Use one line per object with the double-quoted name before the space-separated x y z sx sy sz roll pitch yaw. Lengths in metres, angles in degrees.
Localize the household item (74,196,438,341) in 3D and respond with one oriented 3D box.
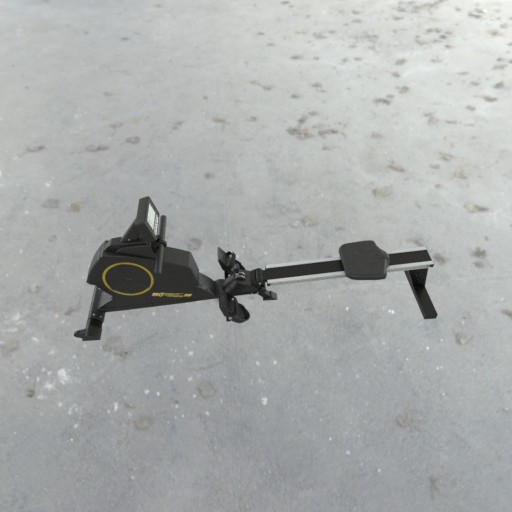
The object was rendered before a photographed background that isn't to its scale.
"household item" 0.000 0.000 2.649 2.251 0.810 0.521 -3 46 -3
